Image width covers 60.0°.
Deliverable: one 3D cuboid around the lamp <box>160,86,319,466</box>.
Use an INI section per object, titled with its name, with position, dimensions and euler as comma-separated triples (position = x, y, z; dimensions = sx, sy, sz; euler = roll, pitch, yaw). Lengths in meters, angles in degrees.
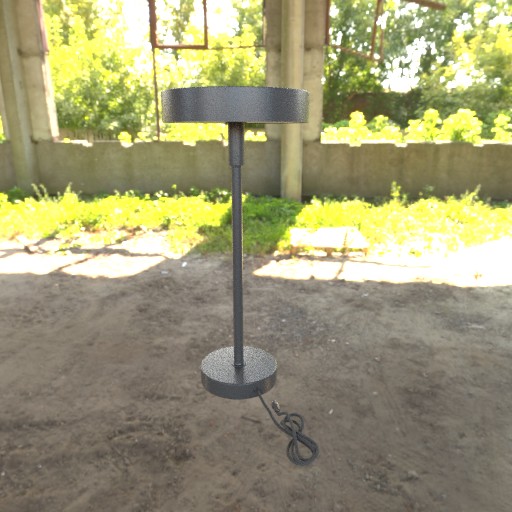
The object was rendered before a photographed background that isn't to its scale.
[lamp]
position = 0.000, 0.000, 0.695
dimensions = 0.229, 0.508, 0.369
euler = -8, 18, -26
